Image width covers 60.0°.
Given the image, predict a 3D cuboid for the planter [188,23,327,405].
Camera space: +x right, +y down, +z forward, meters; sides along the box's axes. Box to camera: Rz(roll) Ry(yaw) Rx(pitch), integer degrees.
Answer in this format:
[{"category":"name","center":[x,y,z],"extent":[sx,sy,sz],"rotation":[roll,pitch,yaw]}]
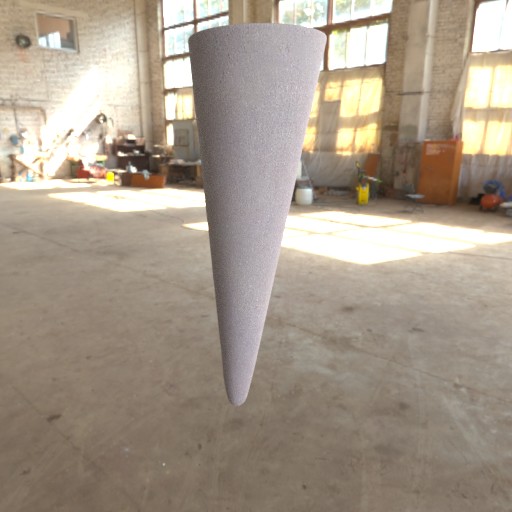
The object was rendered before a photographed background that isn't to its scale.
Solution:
[{"category":"planter","center":[0.000,0.000,0.291],"extent":[0.078,0.259,0.087],"rotation":[-8,17,-27]}]
